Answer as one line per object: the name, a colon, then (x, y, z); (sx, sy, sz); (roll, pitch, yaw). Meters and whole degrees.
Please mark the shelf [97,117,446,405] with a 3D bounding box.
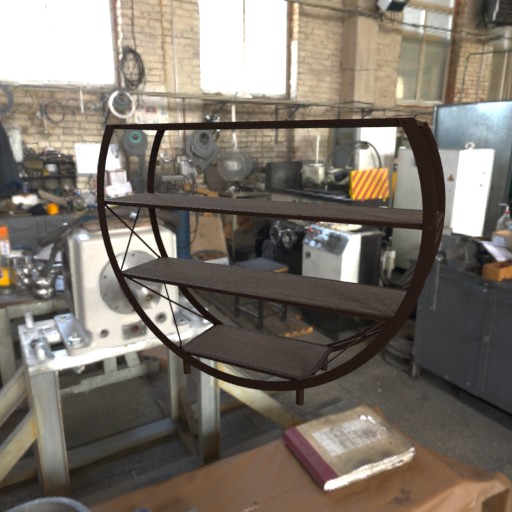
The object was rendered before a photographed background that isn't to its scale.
shelf: (0.000, 0.000, 1.851); (1.403, 1.063, 0.344); (7, 16, 26)
